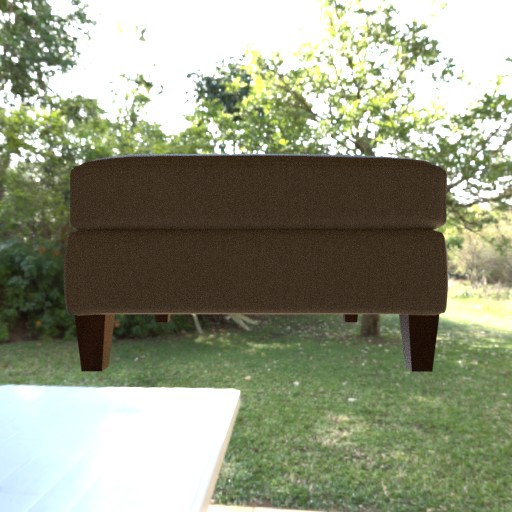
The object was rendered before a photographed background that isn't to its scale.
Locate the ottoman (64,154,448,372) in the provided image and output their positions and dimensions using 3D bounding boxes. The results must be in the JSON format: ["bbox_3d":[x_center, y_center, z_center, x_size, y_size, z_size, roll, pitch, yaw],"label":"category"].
[{"bbox_3d":[0.000,0.000,1.346,0.838,0.503,0.838,0,0,0],"label":"ottoman"}]
